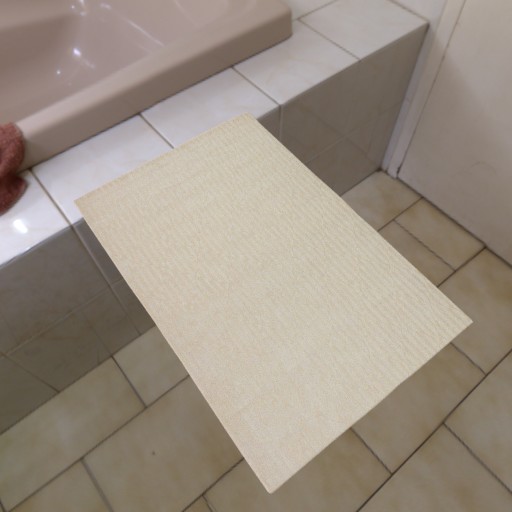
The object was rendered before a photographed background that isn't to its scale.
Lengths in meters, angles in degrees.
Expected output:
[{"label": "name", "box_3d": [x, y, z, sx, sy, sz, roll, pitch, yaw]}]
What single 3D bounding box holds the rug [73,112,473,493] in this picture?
[{"label": "rug", "box_3d": [0.000, 0.000, 2.324, 1.238, 0.014, 1.848, -33, 64, -18]}]
